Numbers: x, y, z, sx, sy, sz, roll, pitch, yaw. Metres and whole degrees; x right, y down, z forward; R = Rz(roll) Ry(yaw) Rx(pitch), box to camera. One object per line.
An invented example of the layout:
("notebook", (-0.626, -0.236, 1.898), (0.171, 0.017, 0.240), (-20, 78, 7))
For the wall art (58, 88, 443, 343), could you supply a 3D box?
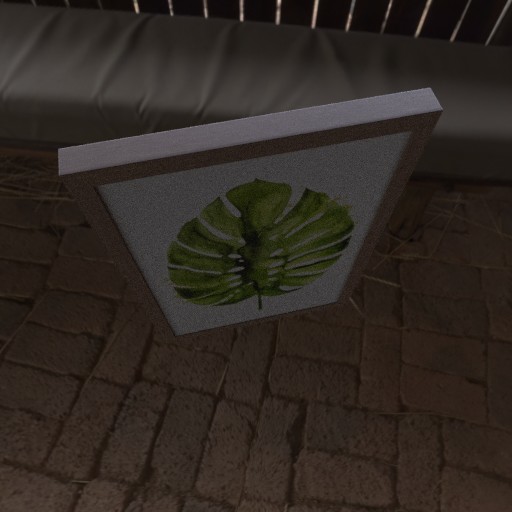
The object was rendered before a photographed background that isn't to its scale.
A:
("wall art", (0.000, 0.000, 0.636), (0.358, 0.510, 0.032), (-11, 63, -6))
